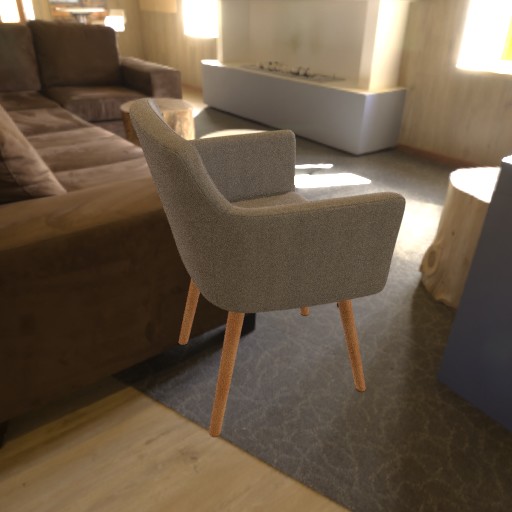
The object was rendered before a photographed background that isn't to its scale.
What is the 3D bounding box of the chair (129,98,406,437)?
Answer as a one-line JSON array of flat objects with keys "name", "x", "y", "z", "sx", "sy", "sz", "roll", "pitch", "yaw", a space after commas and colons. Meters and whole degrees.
[{"name": "chair", "x": 0.000, "y": 0.000, "z": 1.167, "sx": 0.540, "sy": 0.780, "sz": 0.570, "roll": -10, "pitch": 32, "yaw": -17}]
